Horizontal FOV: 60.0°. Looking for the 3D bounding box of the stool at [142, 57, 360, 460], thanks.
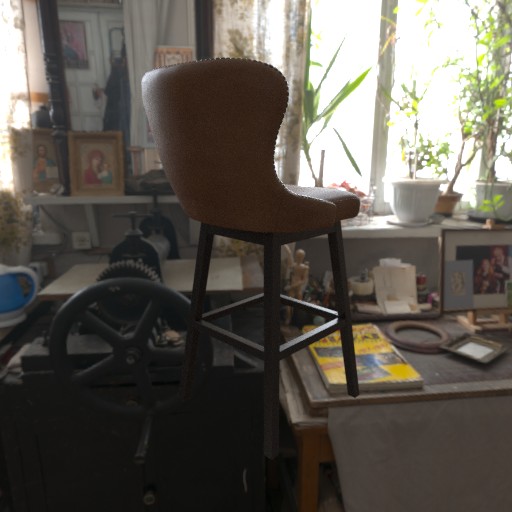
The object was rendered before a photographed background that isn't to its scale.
[{"bbox_3d":[0.000,0.000,1.380,0.528,1.050,0.601,14,20,43],"label":"stool"}]
